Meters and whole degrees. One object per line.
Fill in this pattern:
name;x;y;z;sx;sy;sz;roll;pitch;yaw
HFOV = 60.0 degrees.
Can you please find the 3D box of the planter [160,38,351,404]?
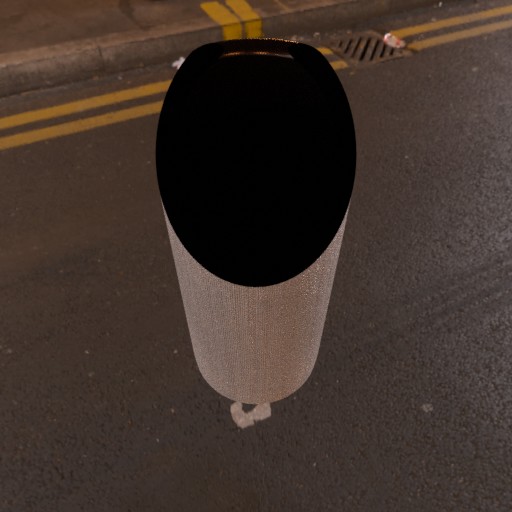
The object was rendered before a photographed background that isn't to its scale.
planter;0.000;0.000;0.126;0.045;0.103;0.045;10;50;9
